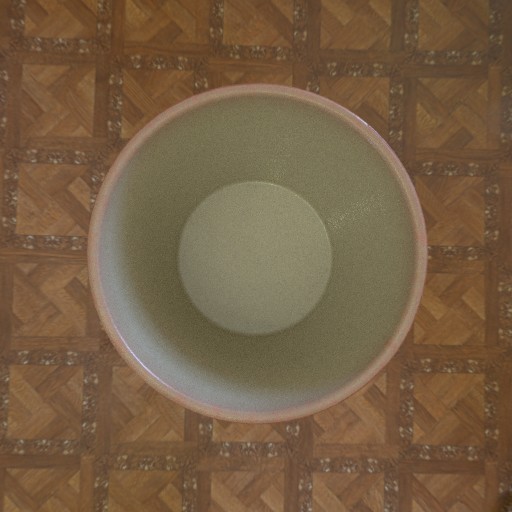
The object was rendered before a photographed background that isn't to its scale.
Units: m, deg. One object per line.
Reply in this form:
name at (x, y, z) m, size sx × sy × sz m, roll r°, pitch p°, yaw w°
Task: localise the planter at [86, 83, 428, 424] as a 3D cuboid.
planter at (0.000, 0.000, 0.470) m, size 0.273 × 0.237 × 0.273 m, roll 0°, pitch 88°, yaw -1°
